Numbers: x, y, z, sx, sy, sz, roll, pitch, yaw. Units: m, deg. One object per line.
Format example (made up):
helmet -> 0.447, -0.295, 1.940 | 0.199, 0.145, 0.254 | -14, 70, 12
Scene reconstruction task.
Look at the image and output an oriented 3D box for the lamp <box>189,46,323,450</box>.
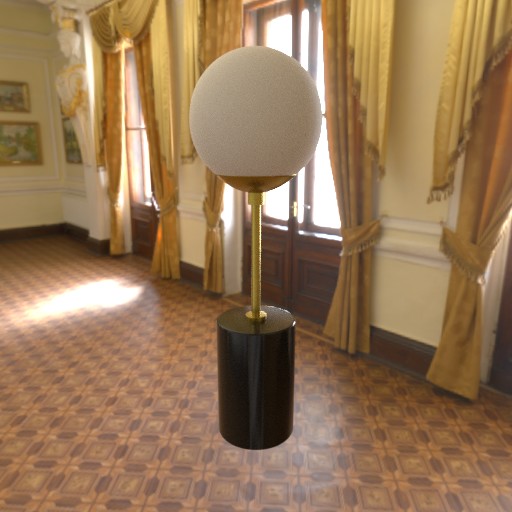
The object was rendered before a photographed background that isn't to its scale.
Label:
lamp -> 0.000, 0.000, 0.552 | 0.153, 0.480, 0.153 | 0, 13, 0
